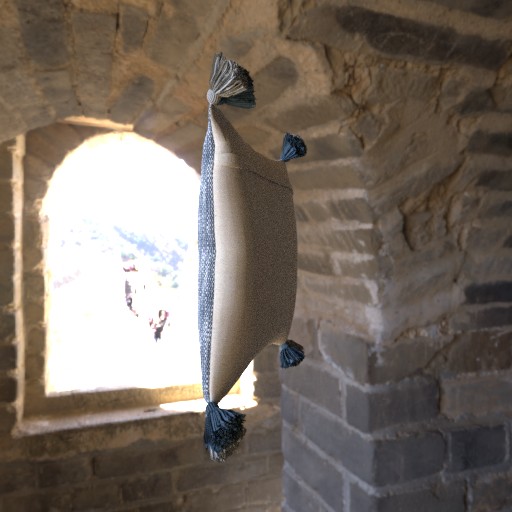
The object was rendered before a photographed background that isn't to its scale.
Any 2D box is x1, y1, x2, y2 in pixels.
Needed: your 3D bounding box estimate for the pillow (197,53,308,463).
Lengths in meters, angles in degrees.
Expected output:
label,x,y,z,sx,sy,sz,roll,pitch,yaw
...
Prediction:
label,x,y,z,sx,sy,sz,roll,pitch,yaw
pillow,0.000,0.000,0.924,0.138,0.634,0.614,0,1,18
